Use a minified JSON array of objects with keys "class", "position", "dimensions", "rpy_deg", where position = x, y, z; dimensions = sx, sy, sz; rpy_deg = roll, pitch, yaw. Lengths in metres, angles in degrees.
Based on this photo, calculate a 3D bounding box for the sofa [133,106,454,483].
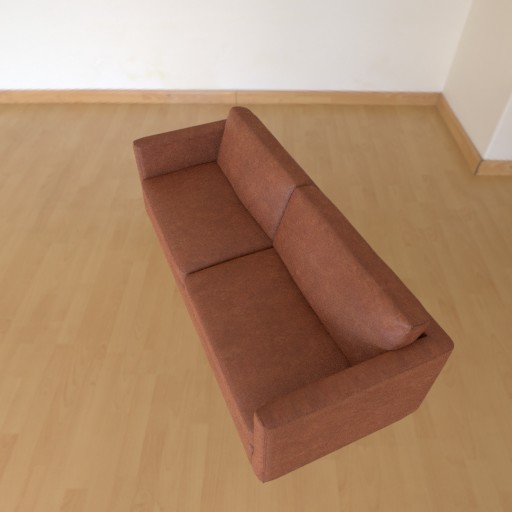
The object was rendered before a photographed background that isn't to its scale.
[{"class":"sofa","position":[0.000,0.000,2.672],"dimensions":[0.950,0.932,2.204],"rpy_deg":[-18,49,-16]}]
